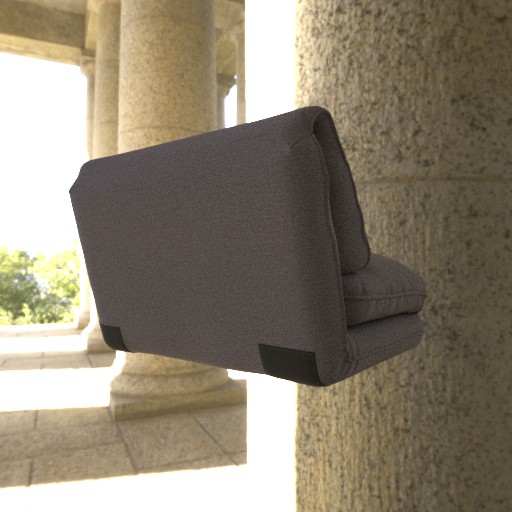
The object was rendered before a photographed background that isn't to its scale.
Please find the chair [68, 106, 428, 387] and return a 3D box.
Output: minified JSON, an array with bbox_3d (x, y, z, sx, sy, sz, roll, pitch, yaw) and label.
[{"bbox_3d":[0.000,0.000,1.331,0.820,0.580,0.780,-1,-2,36],"label":"chair"}]
